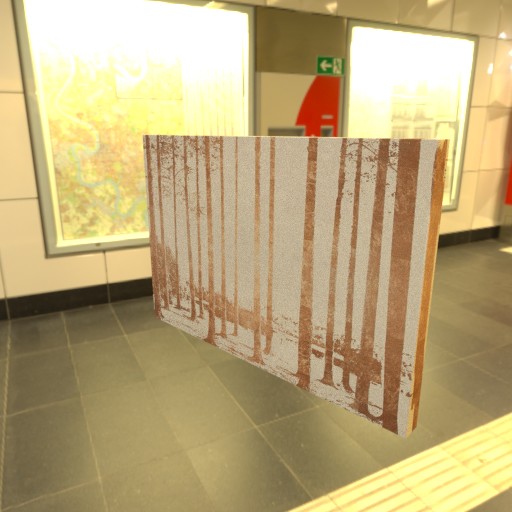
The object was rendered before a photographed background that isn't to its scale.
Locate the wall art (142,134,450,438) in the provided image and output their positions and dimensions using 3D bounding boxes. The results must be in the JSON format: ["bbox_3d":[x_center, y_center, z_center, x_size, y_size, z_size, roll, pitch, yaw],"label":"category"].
[{"bbox_3d":[0.000,0.000,0.777,0.609,0.405,0.035,15,21,41],"label":"wall art"}]
